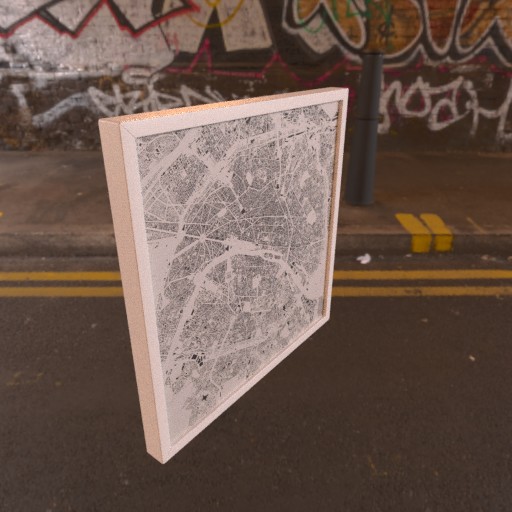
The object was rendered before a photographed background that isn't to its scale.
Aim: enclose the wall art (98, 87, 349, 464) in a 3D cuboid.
[{"bbox_3d":[0.000,0.000,0.759,0.038,0.508,0.508,19,31,34],"label":"wall art"}]
